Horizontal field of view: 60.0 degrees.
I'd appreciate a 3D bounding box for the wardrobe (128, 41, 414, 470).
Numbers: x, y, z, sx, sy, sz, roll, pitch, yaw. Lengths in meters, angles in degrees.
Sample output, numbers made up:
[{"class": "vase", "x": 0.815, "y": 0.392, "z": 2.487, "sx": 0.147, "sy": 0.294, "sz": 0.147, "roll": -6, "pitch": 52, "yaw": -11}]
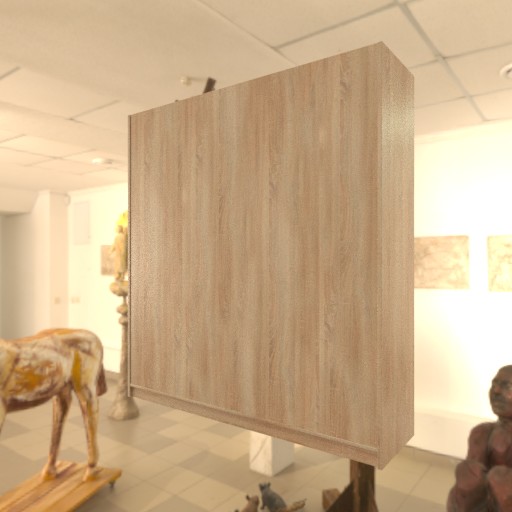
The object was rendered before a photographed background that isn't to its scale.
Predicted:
[{"class": "wardrobe", "x": 0.000, "y": 0.000, "z": 3.053, "sx": 1.998, "sy": 2.159, "sz": 0.598, "roll": 0, "pitch": 0, "yaw": 36}]
